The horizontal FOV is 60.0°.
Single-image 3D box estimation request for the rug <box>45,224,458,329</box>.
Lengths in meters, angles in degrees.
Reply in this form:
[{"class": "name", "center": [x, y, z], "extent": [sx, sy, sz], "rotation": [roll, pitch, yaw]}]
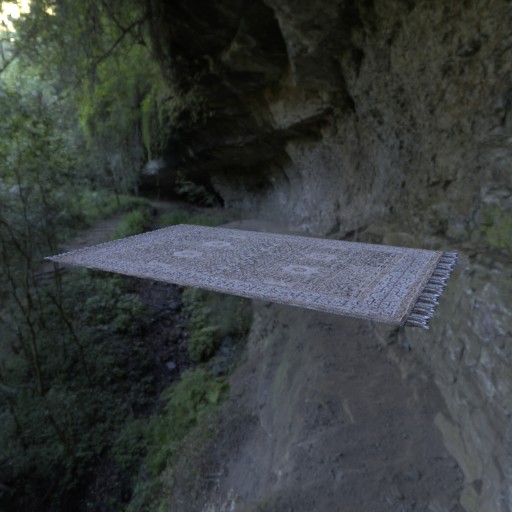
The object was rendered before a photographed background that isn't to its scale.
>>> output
[{"class": "rug", "center": [0.000, 0.000, 2.519], "extent": [2.029, 0.010, 1.237], "rotation": [8, 16, 28]}]
